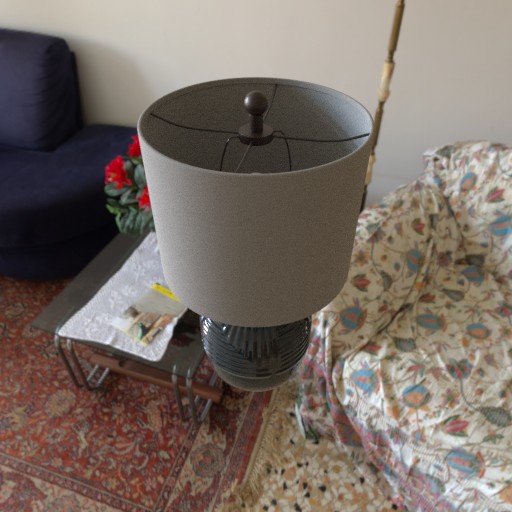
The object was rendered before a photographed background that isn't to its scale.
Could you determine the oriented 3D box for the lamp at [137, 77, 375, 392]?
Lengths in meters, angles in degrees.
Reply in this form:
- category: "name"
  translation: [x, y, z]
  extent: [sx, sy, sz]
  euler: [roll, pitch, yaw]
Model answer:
- category: "lamp"
  translation: [0.000, 0.000, 0.765]
  extent: [0.318, 0.567, 0.318]
  euler: [0, 40, 0]
